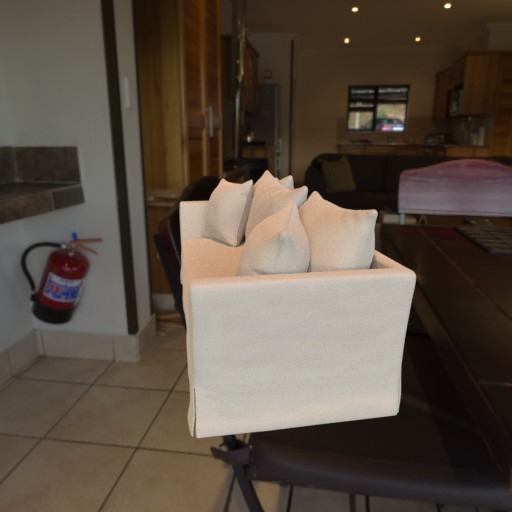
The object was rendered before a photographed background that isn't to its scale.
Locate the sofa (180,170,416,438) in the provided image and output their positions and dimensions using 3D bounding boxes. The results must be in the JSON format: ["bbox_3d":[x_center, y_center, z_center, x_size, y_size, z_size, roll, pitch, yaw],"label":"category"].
[{"bbox_3d":[0.000,0.000,3.073,1.046,1.047,2.499,-3,15,-10],"label":"sofa"}]
